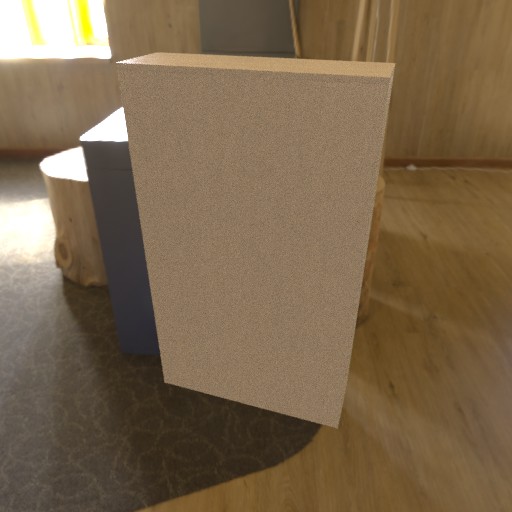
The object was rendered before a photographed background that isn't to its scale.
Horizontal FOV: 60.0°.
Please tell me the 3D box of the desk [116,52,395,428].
[{"bbox_3d":[0.000,0.000,1.585,0.750,1.280,0.250,10,33,15],"label":"desk"}]
